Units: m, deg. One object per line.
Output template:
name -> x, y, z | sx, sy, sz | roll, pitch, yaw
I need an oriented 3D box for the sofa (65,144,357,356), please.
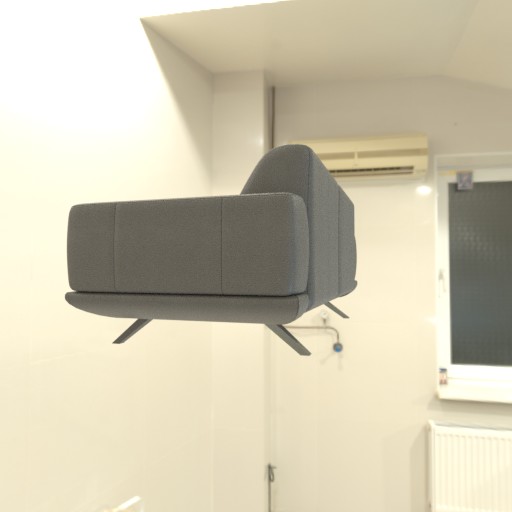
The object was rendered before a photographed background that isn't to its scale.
sofa -> 0.000, 0.000, 2.380 | 0.900, 0.772, 1.901 | 0, -2, 18
